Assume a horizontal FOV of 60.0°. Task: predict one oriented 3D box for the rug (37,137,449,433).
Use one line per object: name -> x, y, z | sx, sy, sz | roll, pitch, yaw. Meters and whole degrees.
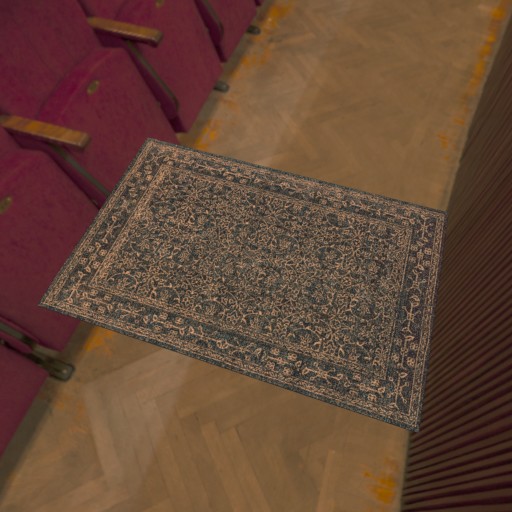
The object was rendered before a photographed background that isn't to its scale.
rug -> 0.000, 0.000, 2.274 | 1.819, 0.005, 1.200 | 16, 60, 10
